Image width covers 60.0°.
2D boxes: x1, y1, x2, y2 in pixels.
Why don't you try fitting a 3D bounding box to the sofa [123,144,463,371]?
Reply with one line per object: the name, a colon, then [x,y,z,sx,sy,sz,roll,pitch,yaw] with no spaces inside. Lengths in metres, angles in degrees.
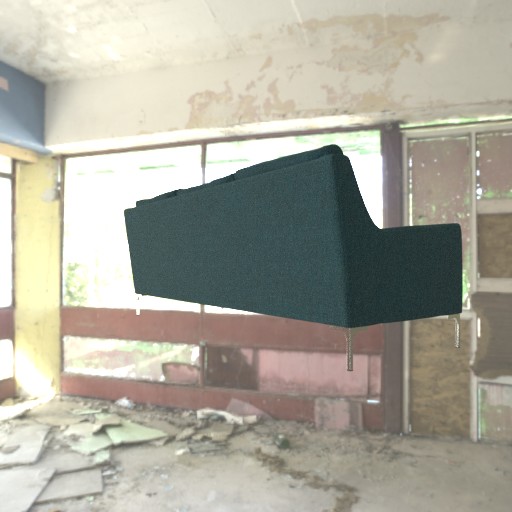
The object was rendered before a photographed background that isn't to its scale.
sofa: [0.000,0.000,2.570,0.849,0.837,2.060,0,-1,-36]
